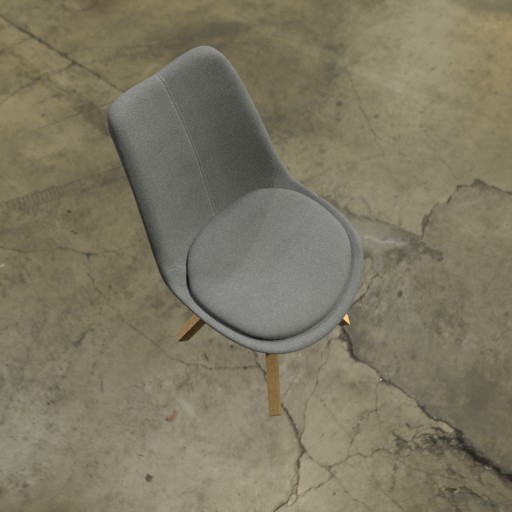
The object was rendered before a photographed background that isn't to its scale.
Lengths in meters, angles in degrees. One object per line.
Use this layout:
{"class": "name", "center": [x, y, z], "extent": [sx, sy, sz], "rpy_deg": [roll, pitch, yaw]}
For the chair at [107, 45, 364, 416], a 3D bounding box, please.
{"class": "chair", "center": [0.000, 0.000, 1.169], "extent": [0.549, 0.863, 0.474], "rpy_deg": [35, 64, 20]}
